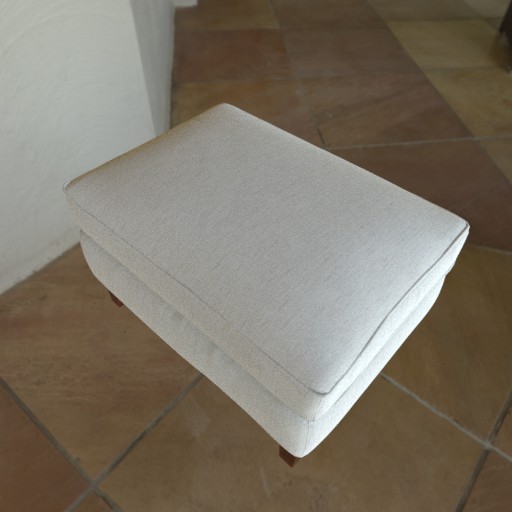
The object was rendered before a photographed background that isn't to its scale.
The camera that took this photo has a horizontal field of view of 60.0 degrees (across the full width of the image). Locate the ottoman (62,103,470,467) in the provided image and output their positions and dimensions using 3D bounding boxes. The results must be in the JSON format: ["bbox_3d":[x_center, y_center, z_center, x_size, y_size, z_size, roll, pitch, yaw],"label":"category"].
[{"bbox_3d":[0.000,0.000,0.942,0.665,0.406,0.501,34,56,27],"label":"ottoman"}]
